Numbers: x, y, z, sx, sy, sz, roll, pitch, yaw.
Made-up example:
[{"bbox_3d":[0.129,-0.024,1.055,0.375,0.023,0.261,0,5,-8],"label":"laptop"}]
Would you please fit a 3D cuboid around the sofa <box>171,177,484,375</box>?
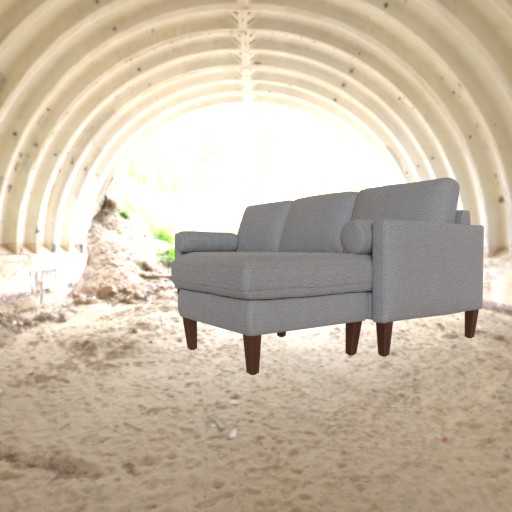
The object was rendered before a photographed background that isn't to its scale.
[{"bbox_3d":[0.000,0.000,2.848,1.506,0.875,2.178,-1,1,-35],"label":"sofa"}]
